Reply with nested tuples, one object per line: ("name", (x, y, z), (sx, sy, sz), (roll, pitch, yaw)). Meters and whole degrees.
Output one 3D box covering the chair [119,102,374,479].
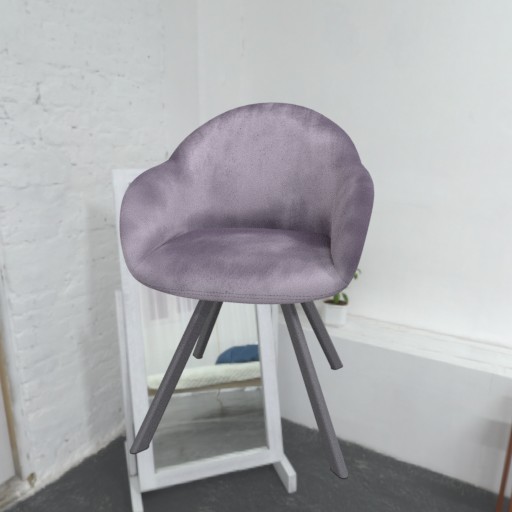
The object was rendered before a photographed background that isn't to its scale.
("chair", (0.000, 0.000, 1.147), (0.550, 0.795, 0.590), (2, 15, 9))
